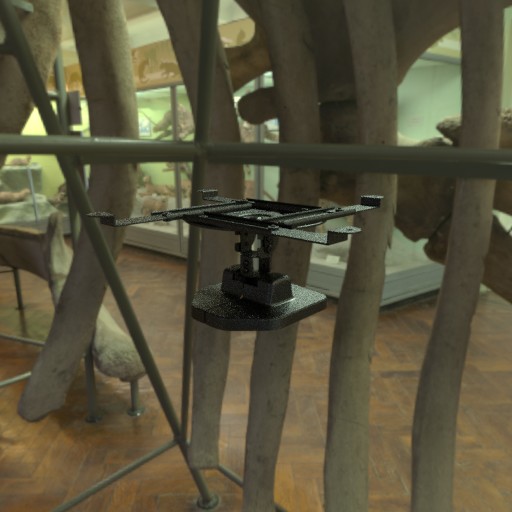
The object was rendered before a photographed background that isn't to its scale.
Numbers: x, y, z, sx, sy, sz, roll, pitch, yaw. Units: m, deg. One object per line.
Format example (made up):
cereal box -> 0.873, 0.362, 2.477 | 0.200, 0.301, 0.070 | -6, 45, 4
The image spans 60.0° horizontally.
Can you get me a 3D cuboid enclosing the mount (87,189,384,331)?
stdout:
mount -> 0.000, 0.000, 0.602 | 0.394, 0.141, 0.394 | 13, 19, 42
